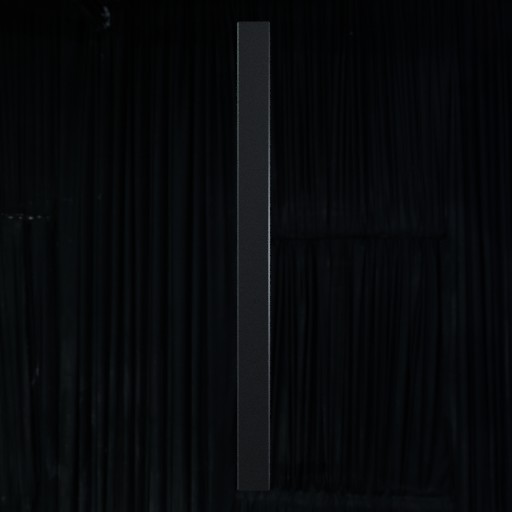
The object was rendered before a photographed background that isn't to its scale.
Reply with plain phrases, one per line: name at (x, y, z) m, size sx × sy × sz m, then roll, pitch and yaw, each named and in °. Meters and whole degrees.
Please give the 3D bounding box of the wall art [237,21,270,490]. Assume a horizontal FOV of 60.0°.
wall art at (0.000, 0.000, 0.749) m, size 0.039 × 0.555 × 0.449 m, roll 0°, pitch 0°, yaw 1°
